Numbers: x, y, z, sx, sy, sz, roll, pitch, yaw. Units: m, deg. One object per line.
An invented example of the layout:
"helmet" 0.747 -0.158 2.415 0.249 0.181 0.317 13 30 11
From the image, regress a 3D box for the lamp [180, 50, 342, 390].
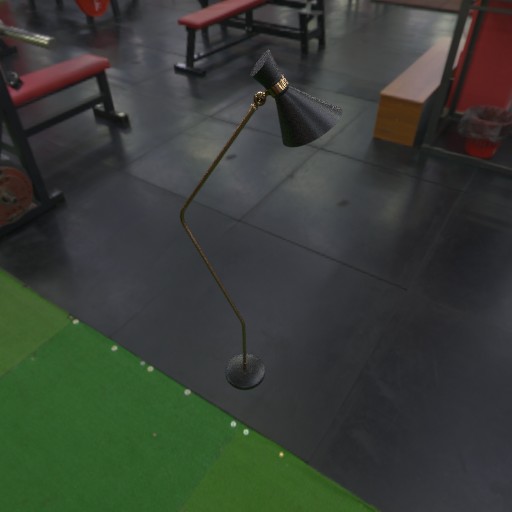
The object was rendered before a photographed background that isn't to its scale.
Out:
"lamp" 0.000 0.000 1.612 0.467 1.438 0.277 26 48 26
